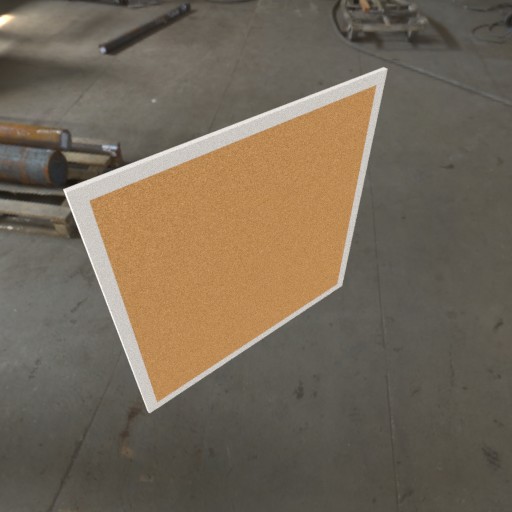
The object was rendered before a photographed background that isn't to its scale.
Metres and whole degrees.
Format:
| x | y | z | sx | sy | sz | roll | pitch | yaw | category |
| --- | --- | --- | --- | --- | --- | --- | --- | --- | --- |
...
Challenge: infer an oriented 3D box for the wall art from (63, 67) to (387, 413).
| x | y | z | sx | sy | sz | roll | pitch | yaw | category |
| --- | --- | --- | --- | --- | --- | --- | --- | --- | --- |
| 0.000 | 0.000 | 0.829 | 0.558 | 0.559 | 0.009 | -29 | 52 | -26 | wall art |
